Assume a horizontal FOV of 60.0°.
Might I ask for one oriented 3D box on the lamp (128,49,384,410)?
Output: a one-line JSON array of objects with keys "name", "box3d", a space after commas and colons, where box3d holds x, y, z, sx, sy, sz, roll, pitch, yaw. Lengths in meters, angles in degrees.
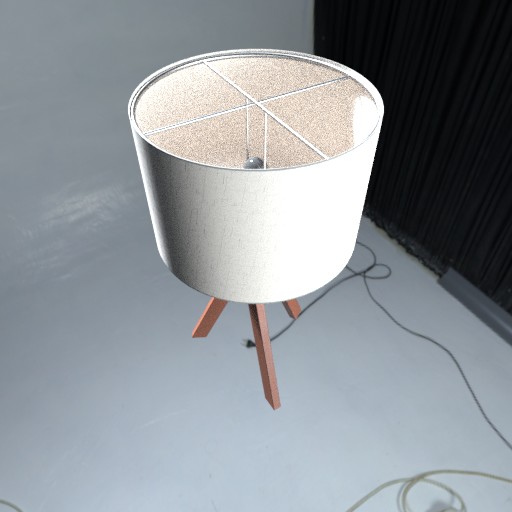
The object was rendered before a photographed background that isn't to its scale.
[{"name": "lamp", "box3d": [0.000, 0.000, 0.916, 0.380, 0.686, 0.380, -23, 50, -21]}]
